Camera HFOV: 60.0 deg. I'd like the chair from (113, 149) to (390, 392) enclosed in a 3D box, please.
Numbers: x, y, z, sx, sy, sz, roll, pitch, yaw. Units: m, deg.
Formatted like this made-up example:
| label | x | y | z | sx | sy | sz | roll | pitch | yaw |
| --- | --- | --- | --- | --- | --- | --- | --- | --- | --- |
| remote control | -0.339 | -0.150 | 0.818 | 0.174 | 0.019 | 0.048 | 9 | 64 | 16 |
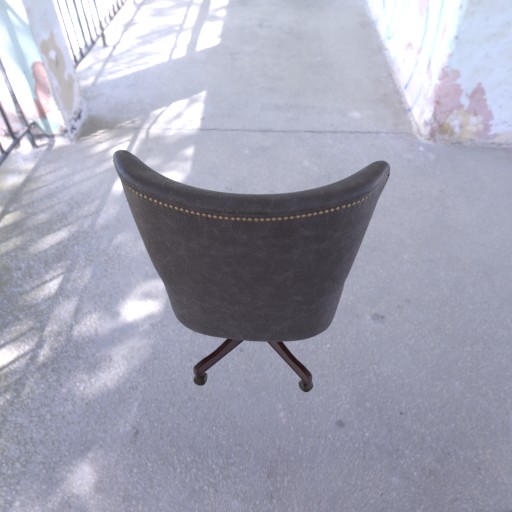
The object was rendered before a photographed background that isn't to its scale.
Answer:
| label | x | y | z | sx | sy | sz | roll | pitch | yaw |
| --- | --- | --- | --- | --- | --- | --- | --- | --- | --- |
| chair | 0.000 | 0.000 | 1.419 | 0.594 | 1.037 | 0.717 | 3 | 47 | 3 |
